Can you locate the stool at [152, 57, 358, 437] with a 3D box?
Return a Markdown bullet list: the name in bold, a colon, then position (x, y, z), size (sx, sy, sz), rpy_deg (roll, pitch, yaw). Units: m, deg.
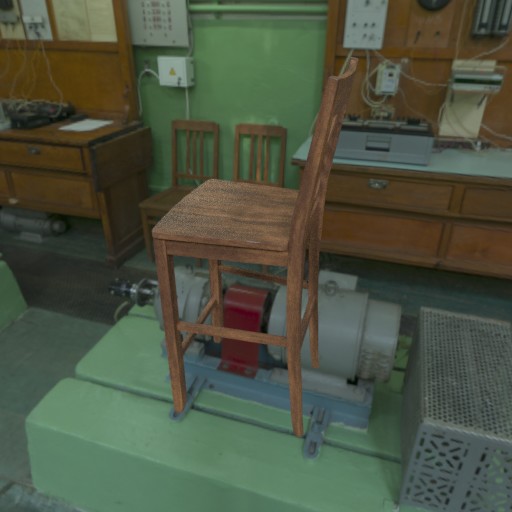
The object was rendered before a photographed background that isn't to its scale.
- **stool**: position (0.000, 0.000, 1.373), size (0.487, 1.105, 0.433), rpy_deg (8, 30, 14)
